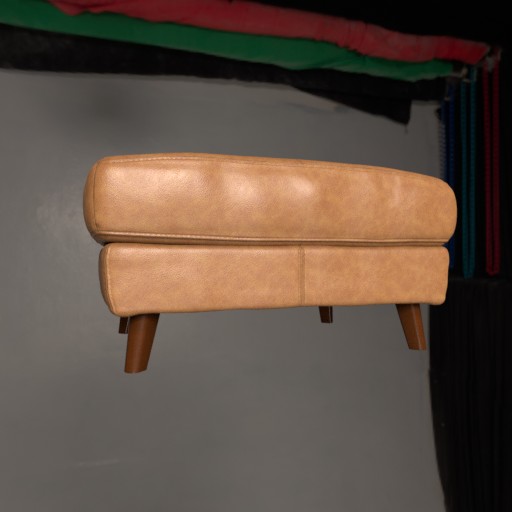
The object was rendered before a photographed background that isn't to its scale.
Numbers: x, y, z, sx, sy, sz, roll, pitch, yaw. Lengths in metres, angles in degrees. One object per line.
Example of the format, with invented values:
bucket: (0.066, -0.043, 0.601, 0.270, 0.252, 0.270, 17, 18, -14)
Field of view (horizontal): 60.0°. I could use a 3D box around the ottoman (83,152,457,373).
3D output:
ottoman: (0.000, 0.000, 1.220, 0.869, 0.461, 0.630, 0, 0, -19)
